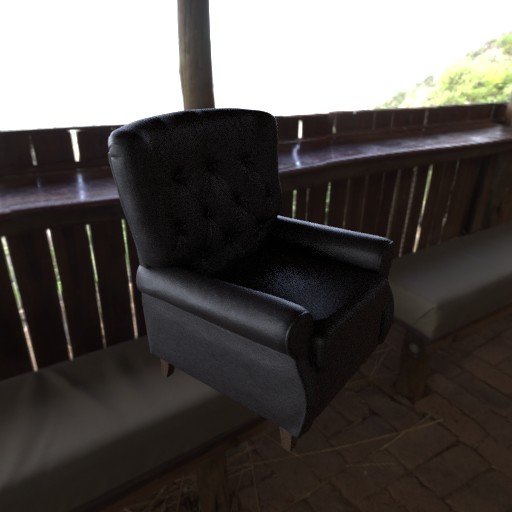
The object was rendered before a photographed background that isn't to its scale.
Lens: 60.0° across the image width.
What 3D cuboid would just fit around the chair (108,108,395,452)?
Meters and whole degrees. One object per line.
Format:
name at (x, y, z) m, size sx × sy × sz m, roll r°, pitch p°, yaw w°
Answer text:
chair at (0.000, 0.000, 1.939) m, size 1.058 × 1.158 × 0.948 m, roll 18°, pitch 31°, yaw 33°
